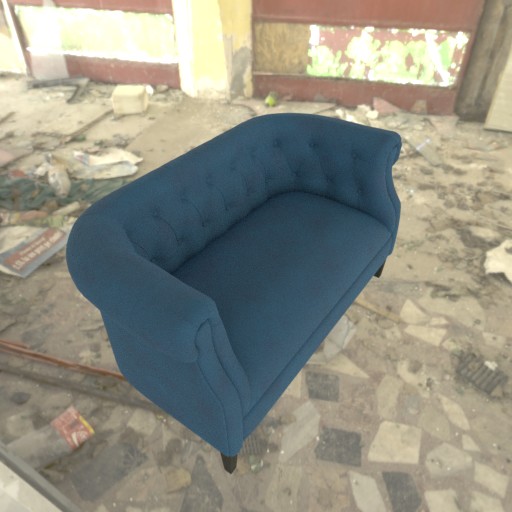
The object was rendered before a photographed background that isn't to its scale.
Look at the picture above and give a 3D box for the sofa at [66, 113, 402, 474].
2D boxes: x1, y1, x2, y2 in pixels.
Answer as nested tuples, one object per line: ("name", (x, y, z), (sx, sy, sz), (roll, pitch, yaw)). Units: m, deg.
("sofa", (0.000, 0.000, 1.990), (0.835, 0.827, 1.558), (24, 45, 27))
